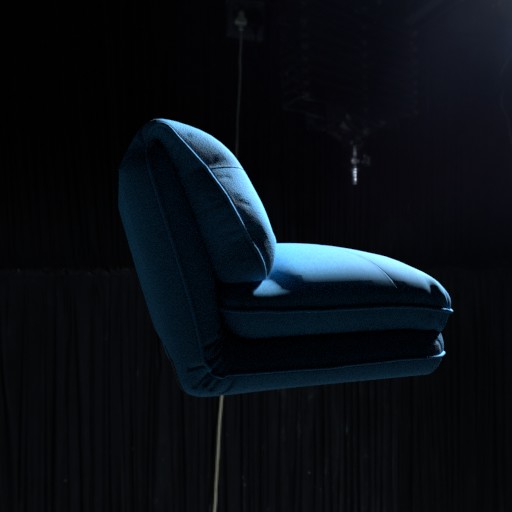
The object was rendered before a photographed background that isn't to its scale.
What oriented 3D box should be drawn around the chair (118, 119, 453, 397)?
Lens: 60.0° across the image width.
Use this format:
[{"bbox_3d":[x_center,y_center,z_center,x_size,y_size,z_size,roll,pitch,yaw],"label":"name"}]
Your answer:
[{"bbox_3d":[0.000,0.000,1.320,0.780,0.580,0.820,0,2,-17],"label":"chair"}]
